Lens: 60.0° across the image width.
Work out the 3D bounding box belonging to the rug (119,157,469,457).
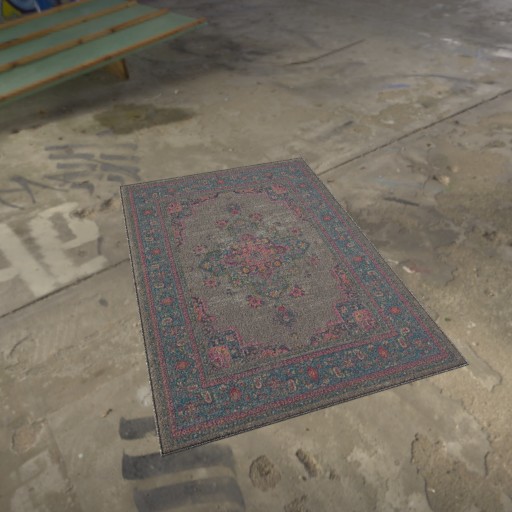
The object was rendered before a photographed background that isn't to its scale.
[{"bbox_3d":[0.000,0.000,3.691,2.005,0.013,2.890,-12,42,-13],"label":"rug"}]
